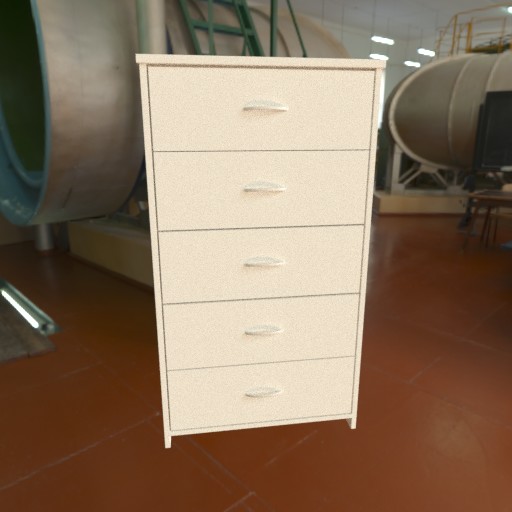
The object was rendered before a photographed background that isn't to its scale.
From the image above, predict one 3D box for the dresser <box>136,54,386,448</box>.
[{"bbox_3d":[0.000,0.000,1.578,0.704,1.255,0.399,-2,16,-8],"label":"dresser"}]
